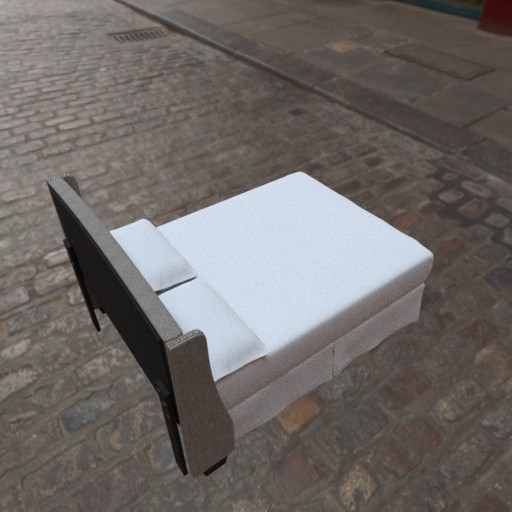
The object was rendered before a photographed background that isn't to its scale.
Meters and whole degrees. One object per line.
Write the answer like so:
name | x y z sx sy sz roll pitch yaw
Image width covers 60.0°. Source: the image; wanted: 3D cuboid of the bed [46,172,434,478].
bed | 0.000 0.000 3.264 2.237 1.407 1.710 -26 47 -27
